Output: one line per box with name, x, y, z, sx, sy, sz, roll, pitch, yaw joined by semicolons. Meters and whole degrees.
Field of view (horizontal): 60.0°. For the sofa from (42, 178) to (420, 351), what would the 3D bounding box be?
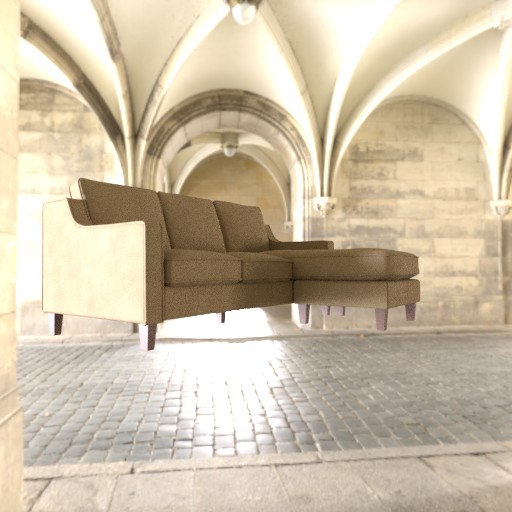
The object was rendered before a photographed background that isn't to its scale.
sofa;0.000;0.000;3.344;1.858;1.066;2.317;-1;-2;36
